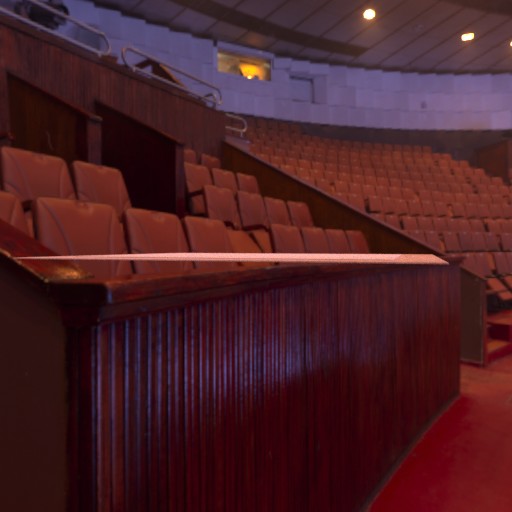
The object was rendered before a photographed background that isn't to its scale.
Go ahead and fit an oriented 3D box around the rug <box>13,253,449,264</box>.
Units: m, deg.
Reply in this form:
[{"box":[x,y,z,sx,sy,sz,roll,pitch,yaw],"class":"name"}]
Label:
[{"box":[0.000,0.000,4.006,3.048,0.014,2.438,0,1,20],"class":"rug"}]
